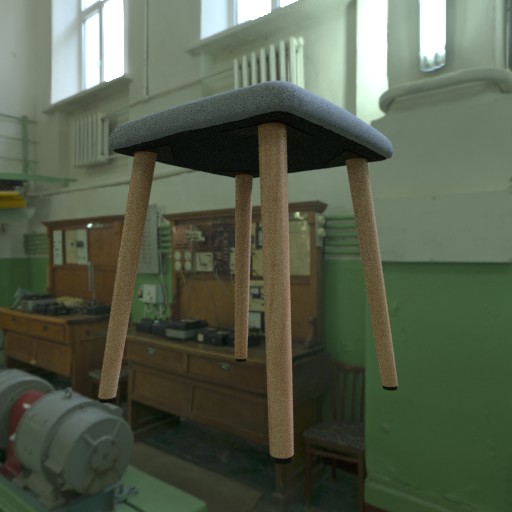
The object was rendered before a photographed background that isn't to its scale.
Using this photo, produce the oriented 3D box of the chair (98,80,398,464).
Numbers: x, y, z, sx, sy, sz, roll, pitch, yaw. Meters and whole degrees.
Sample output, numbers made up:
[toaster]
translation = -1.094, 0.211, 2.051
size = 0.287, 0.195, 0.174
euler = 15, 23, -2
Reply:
[chair]
translation = 0.000, 0.000, 0.704
size = 0.350, 0.440, 0.350
euler = 0, 0, 37
